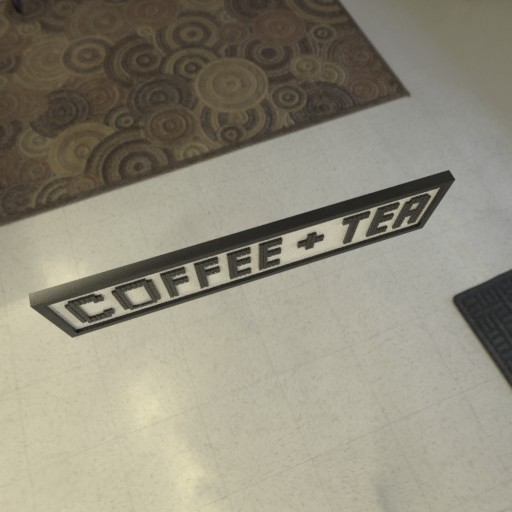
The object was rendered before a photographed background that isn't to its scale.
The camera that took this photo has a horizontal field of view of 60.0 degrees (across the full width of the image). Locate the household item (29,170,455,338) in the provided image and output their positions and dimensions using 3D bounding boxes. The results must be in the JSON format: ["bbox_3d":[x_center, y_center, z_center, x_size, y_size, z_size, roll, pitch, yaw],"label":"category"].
[{"bbox_3d":[0.000,0.000,1.104,1.001,0.236,0.030,-17,65,-8],"label":"household item"}]
